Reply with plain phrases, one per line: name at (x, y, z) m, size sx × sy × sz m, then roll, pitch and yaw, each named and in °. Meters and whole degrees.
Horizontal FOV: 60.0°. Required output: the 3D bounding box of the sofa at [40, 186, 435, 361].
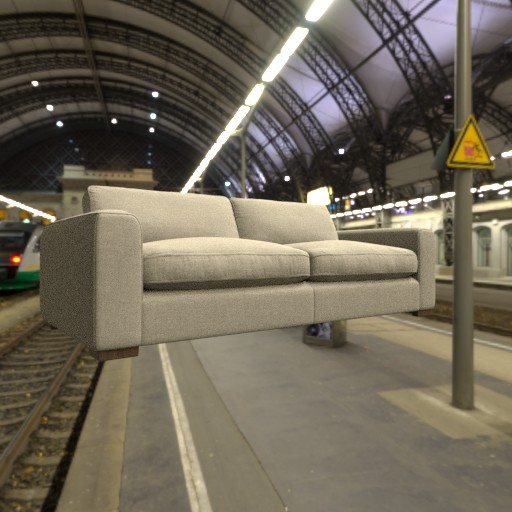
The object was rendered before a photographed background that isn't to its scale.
sofa at (0.000, 0.000, 2.729) m, size 2.262 × 0.801 × 1.070 m, roll 0°, pitch 0°, yaw -36°
